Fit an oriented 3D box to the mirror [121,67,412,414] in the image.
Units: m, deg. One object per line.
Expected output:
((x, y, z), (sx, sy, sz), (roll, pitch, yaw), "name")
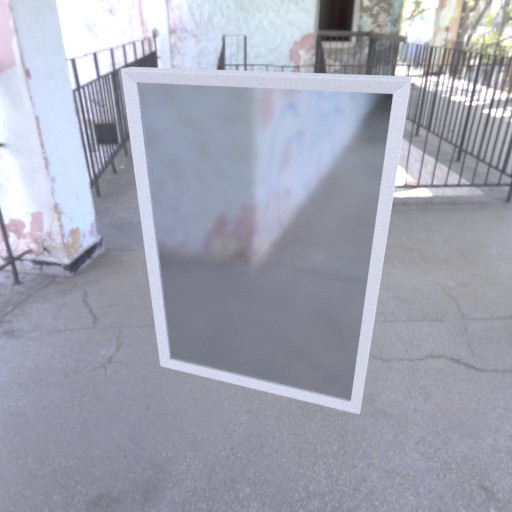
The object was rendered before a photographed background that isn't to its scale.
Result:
((0.000, 0.000, 0.922), (0.507, 0.710, 0.039), (9, 29, 16), "mirror")
